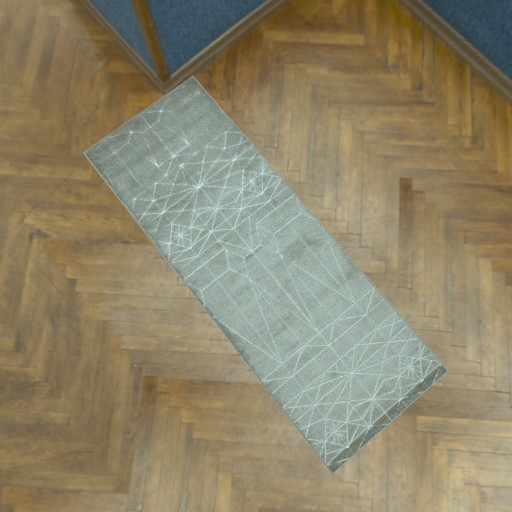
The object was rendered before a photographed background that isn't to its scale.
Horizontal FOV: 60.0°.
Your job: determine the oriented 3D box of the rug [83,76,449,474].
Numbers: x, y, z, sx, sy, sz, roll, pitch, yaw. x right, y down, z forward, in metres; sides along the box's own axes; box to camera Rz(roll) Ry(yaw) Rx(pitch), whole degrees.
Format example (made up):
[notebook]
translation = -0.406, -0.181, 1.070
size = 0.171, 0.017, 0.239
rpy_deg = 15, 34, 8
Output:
[rug]
translation = 0.000, 0.000, 2.636
size = 0.864, 0.012, 2.388
rpy_deg = -38, 80, -8
